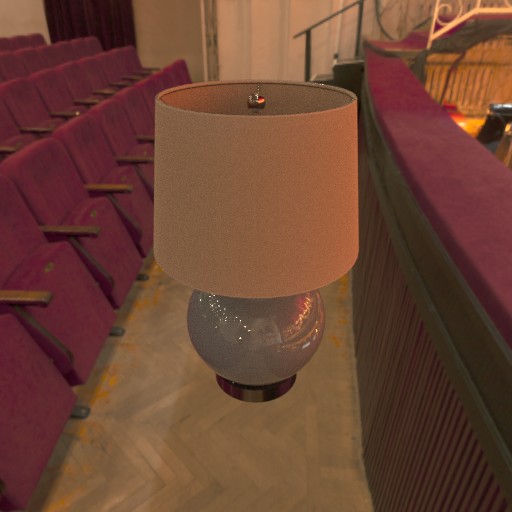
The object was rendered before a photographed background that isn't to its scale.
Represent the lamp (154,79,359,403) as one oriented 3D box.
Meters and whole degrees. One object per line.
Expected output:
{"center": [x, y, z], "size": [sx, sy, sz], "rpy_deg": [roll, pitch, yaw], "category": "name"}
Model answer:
{"center": [0.000, 0.000, 0.554], "size": [0.247, 0.387, 0.247], "rpy_deg": [0, 30, 0], "category": "lamp"}
